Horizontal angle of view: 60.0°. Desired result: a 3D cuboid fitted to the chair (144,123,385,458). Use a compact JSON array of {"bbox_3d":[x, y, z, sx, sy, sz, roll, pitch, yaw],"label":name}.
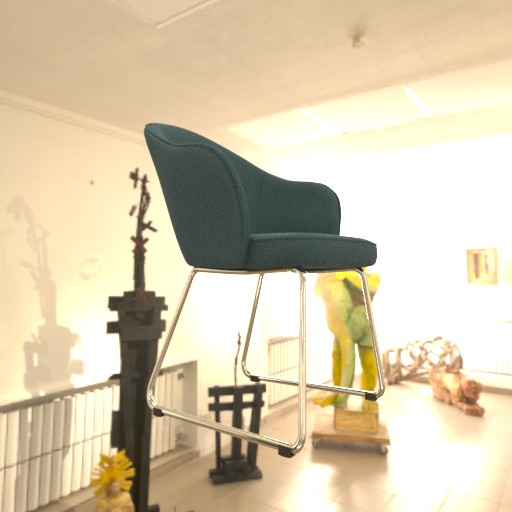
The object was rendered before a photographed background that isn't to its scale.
[{"bbox_3d":[0.000,0.000,1.226,0.585,0.815,0.570,-1,-2,35],"label":"chair"}]
